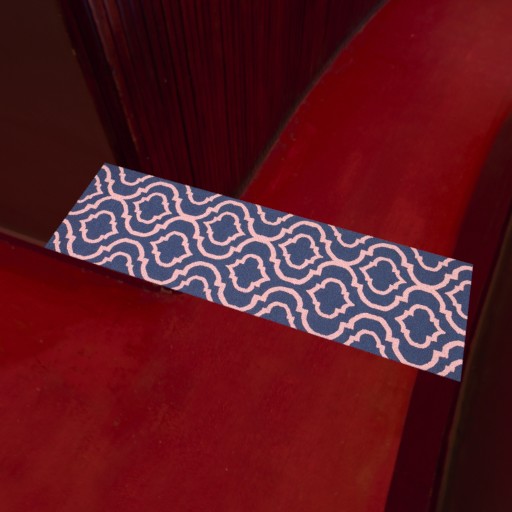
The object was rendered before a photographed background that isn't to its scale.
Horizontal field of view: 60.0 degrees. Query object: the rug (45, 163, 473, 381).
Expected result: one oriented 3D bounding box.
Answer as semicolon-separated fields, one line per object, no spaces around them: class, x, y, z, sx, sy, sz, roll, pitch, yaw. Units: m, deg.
rug;0.000;0.000;2.479;2.296;0.006;0.685;17;60;10
